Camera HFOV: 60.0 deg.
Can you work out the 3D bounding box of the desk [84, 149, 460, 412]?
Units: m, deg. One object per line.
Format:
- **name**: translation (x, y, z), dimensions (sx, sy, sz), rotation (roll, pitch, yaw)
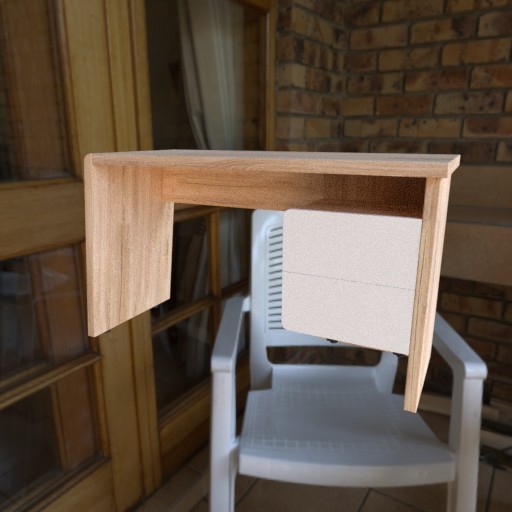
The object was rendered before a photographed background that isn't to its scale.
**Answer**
- **desk**: translation (0.000, 0.000, 1.668), dimensions (1.300, 0.750, 0.500), rotation (8, 17, 26)
